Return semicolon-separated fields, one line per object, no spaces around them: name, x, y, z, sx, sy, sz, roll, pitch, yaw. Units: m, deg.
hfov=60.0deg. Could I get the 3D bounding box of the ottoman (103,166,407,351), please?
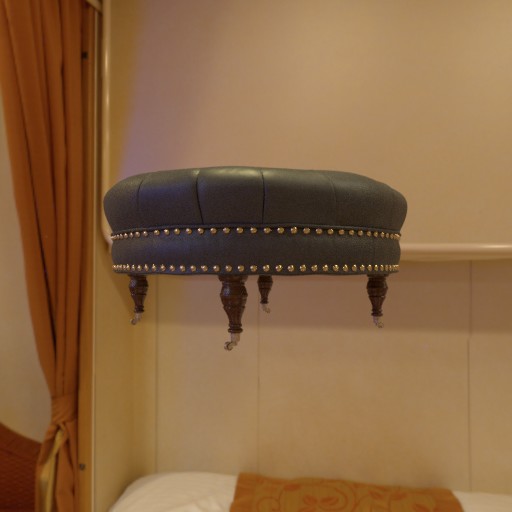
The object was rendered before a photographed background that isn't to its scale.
ottoman;0.000;0.000;1.378;0.901;0.439;0.901;0;-1;0
